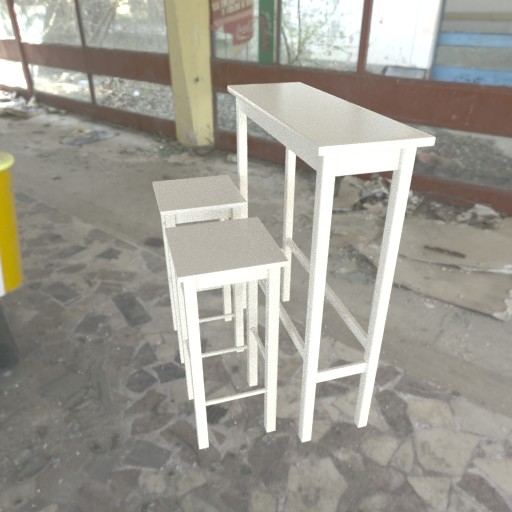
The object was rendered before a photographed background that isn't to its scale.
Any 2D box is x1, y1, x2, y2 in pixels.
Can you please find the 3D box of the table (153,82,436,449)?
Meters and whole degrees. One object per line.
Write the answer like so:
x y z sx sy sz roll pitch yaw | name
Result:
0.000 0.000 1.649 0.650 1.065 0.915 -8 31 -14 | table
